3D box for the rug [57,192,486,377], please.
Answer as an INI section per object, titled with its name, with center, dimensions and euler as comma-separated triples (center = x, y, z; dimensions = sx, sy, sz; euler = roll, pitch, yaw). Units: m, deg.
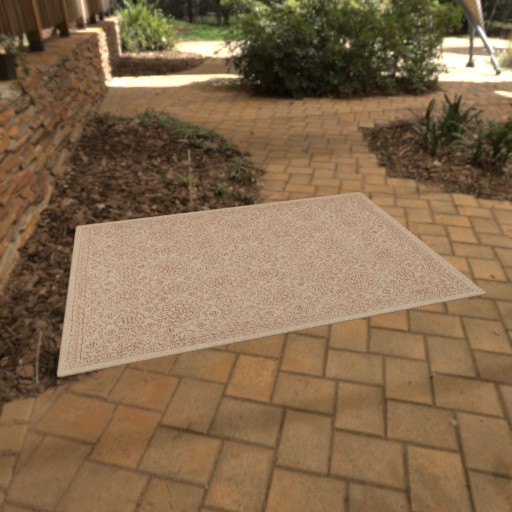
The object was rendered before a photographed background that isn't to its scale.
[rug]
center = 0.000, 0.000, 2.297
dimensions = 1.829, 0.010, 1.219
euler = -8, 32, -14
